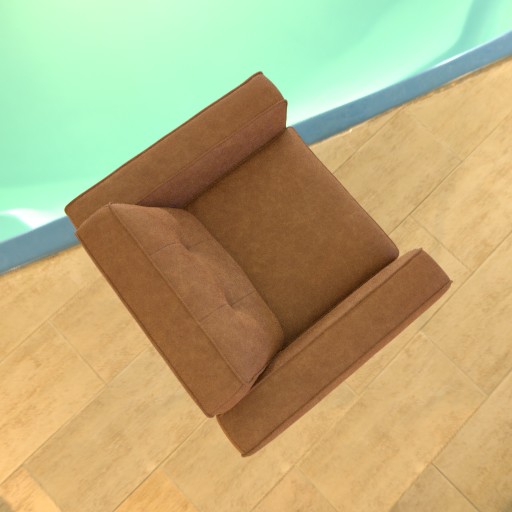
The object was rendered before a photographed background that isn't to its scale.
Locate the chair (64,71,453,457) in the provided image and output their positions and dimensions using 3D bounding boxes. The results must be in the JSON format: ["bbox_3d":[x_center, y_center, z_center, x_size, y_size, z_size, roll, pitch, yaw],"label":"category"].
[{"bbox_3d":[0.000,0.000,1.742,0.952,0.782,1.118,-38,79,-8],"label":"chair"}]
